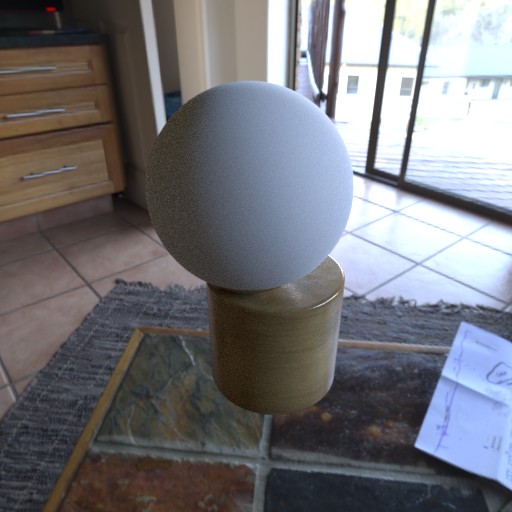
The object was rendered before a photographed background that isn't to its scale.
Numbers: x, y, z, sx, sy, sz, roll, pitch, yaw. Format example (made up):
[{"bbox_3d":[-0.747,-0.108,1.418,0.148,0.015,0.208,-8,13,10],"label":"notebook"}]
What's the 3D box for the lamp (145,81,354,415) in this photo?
[{"bbox_3d":[0.000,0.000,0.338,0.152,0.250,0.141,-21,35,-32],"label":"lamp"}]
